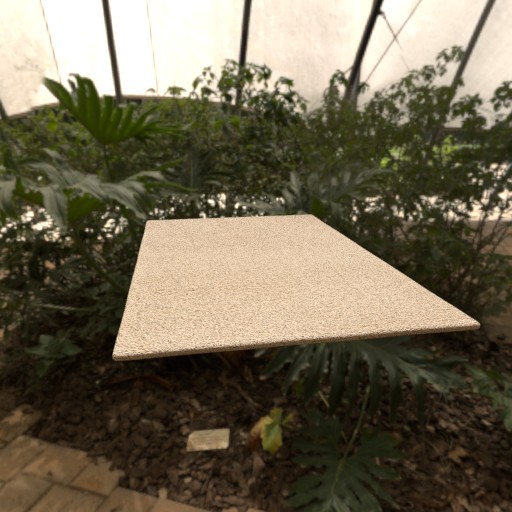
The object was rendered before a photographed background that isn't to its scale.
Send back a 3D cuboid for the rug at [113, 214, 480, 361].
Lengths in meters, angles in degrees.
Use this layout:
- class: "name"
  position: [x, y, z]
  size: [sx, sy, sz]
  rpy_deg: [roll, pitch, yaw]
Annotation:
- class: "rug"
  position: [0.000, 0.000, 2.913]
  size: [1.524, 0.030, 2.438]
  rpy_deg: [-3, 17, -10]
